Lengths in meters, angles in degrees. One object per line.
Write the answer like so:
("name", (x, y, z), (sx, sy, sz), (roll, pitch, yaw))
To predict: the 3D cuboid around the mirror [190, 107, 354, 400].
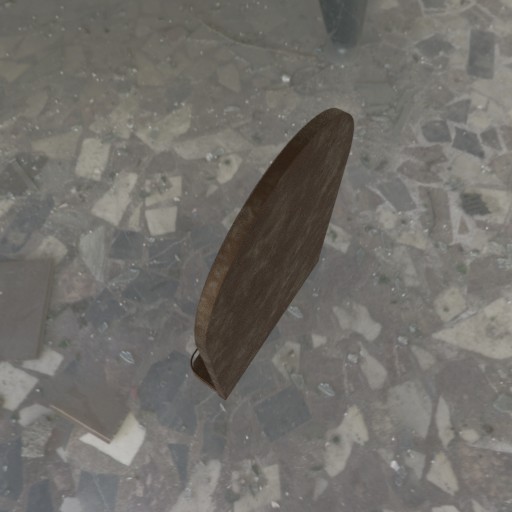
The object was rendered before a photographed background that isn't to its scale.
("mirror", (0.000, 0.000, 0.978), (0.137, 0.770, 0.510), (31, 67, 14))
